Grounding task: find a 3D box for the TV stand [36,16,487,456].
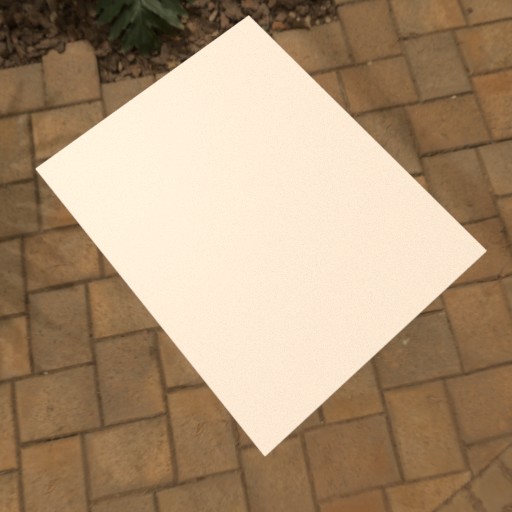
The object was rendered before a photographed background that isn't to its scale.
[{"bbox_3d":[0.000,0.000,0.897,0.405,0.559,0.508,-40,79,-9],"label":"TV stand"}]
